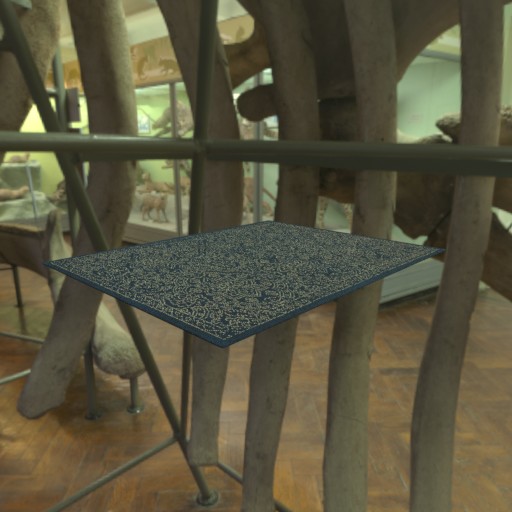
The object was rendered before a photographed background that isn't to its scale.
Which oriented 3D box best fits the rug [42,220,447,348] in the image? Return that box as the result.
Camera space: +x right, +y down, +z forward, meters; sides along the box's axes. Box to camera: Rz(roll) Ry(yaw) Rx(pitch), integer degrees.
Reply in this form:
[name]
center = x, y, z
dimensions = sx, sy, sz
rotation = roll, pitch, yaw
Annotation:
[rug]
center = 0.000, 0.000, 4.233
dimensions = 2.438, 0.010, 3.048
rotation = 14, 20, 42
